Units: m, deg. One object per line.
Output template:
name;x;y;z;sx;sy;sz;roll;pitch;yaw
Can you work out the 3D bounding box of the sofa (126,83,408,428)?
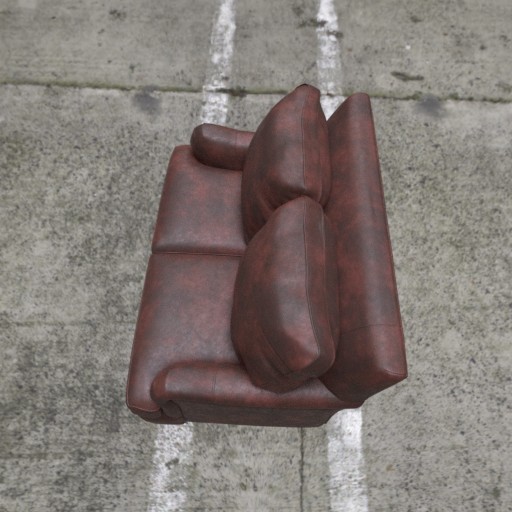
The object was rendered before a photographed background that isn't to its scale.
sofa;0.000;0.000;2.333;1.148;1.070;1.628;2;59;1
